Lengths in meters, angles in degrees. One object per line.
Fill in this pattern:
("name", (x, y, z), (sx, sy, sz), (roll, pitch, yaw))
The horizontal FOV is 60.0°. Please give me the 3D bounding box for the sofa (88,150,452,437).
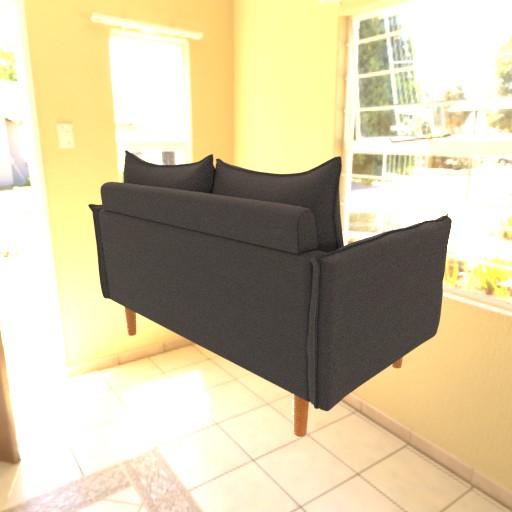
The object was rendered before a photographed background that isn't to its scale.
("sofa", (0.000, 0.000, 1.827), (0.820, 0.840, 1.300), (-14, 20, -43))
